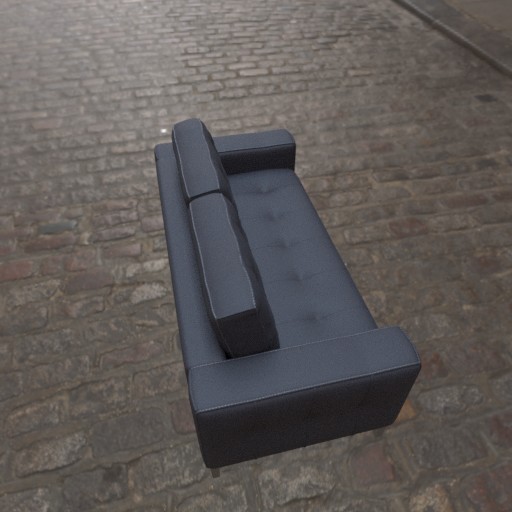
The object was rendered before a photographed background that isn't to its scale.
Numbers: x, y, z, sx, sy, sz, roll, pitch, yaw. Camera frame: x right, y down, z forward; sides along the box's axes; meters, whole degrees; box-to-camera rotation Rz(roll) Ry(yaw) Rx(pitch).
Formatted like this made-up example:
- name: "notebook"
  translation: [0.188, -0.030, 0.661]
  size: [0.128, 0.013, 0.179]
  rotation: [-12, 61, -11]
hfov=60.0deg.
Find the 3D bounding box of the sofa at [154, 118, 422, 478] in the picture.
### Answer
- name: "sofa"
  translation: [0.000, 0.000, 2.193]
  size: [0.833, 0.893, 1.726]
  rotation: [-10, 46, -10]
